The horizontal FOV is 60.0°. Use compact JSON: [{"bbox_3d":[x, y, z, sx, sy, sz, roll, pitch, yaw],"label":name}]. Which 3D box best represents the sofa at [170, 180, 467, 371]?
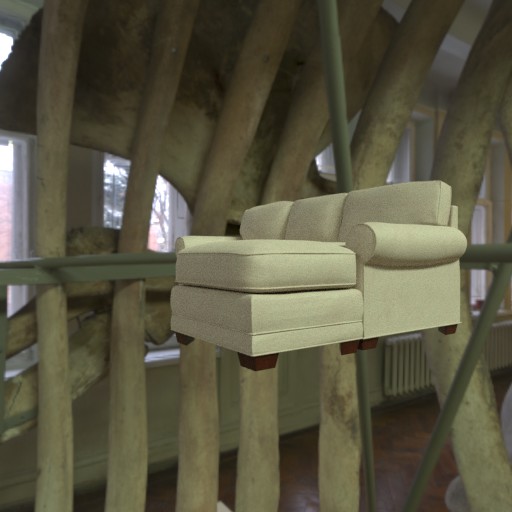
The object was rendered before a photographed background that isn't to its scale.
[{"bbox_3d":[0.000,0.000,2.416,1.226,0.734,1.770,0,0,-35],"label":"sofa"}]
